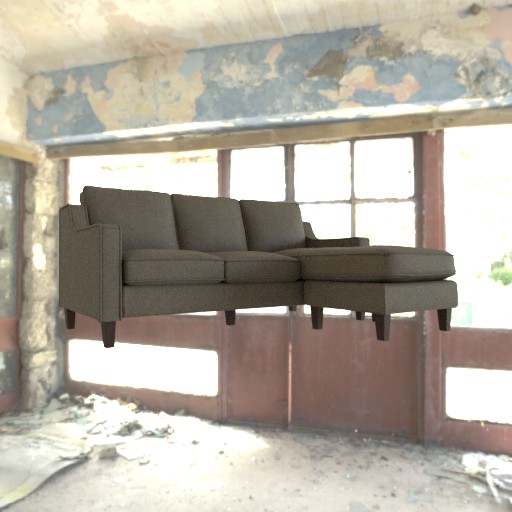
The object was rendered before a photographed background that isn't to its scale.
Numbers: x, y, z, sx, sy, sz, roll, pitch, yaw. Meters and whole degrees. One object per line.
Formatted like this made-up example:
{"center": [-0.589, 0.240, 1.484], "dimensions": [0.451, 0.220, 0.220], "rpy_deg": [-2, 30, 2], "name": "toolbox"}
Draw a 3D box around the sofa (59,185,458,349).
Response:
{"center": [0.000, 0.000, 3.240], "dimensions": [2.317, 1.081, 1.858], "rpy_deg": [1, -1, -36], "name": "sofa"}
